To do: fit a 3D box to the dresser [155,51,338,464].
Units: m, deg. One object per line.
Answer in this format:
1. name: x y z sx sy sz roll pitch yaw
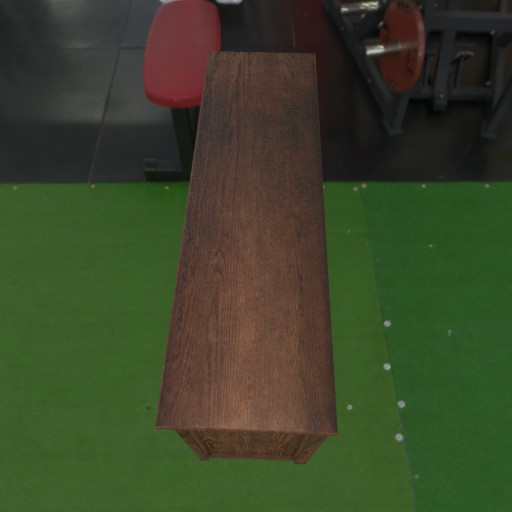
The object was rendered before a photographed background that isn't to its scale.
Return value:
1. dresser: 0.000 0.000 1.878 0.463 0.856 1.551 2 59 1
